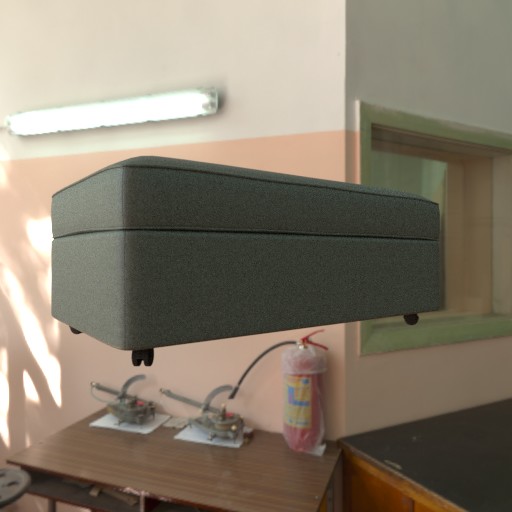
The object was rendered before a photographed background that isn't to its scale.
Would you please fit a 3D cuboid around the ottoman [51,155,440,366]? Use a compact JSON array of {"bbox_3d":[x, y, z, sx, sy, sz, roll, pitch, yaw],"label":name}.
[{"bbox_3d":[0.000,0.000,1.506,1.173,0.494,0.681,0,0,-36],"label":"ottoman"}]
